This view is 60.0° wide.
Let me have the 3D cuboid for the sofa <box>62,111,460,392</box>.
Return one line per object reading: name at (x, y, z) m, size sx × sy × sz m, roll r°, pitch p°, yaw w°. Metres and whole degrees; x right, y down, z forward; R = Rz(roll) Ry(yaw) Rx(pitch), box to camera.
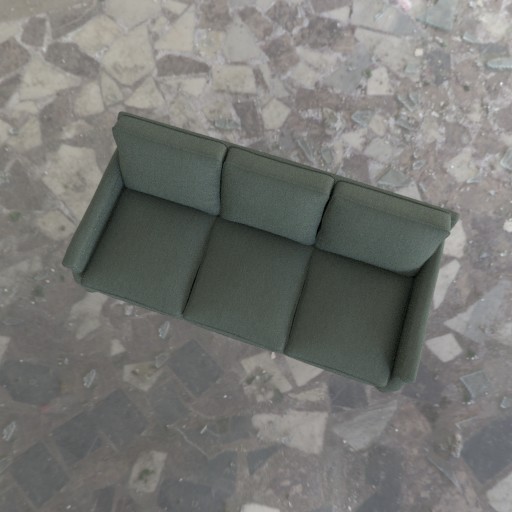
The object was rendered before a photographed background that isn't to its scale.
sofa at (0.000, 0.000, 2.877) m, size 2.246 × 1.003 × 1.084 m, roll 18°, pitch 75°, yaw 5°
